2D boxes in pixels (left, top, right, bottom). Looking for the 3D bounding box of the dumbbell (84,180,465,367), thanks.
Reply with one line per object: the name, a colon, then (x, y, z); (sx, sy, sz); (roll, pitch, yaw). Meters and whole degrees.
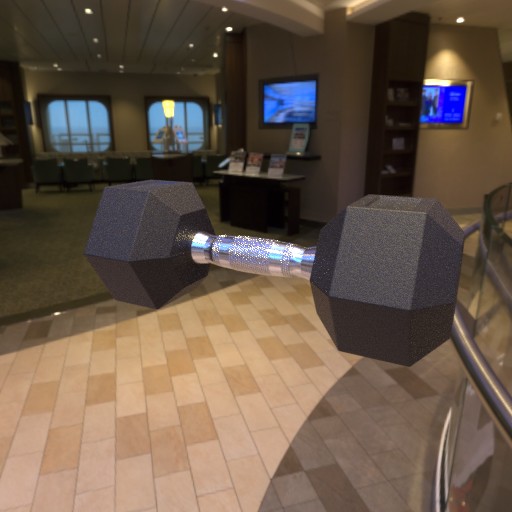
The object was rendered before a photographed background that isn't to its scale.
dumbbell: (0.000, 0.000, 0.426); (0.356, 0.123, 0.141); (8, 18, 26)
